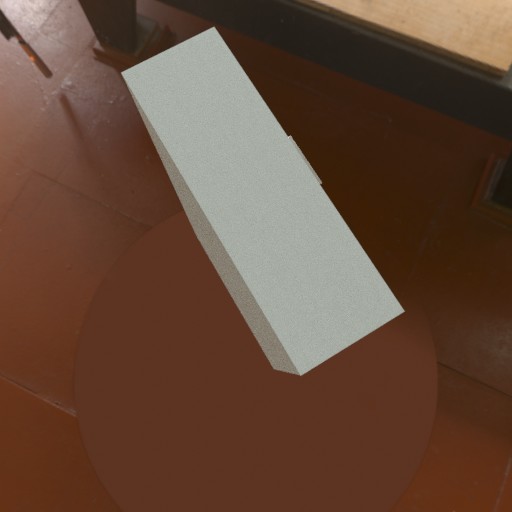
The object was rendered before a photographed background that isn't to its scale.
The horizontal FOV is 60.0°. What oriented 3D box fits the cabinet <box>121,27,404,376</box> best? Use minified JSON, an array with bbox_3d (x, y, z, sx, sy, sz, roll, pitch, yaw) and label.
[{"bbox_3d":[0.000,0.000,1.537,0.250,1.280,0.750,-30,78,-7],"label":"cabinet"}]
